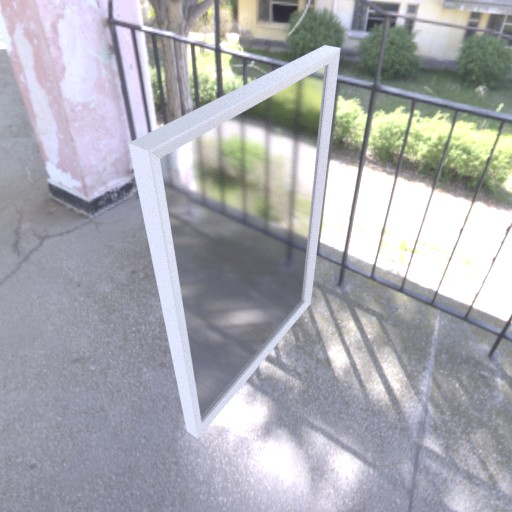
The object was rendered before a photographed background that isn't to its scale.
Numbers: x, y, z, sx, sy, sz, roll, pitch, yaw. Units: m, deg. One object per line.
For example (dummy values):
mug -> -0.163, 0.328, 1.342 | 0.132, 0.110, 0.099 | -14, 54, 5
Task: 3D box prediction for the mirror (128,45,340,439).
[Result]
mirror -> 0.000, 0.000, 0.929 | 0.039, 0.710, 0.507 | 25, 46, 26
